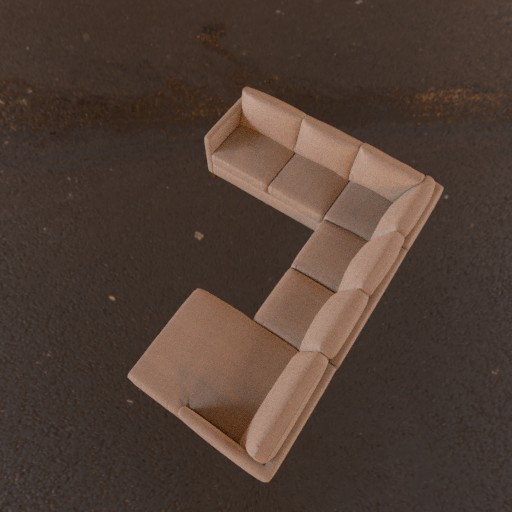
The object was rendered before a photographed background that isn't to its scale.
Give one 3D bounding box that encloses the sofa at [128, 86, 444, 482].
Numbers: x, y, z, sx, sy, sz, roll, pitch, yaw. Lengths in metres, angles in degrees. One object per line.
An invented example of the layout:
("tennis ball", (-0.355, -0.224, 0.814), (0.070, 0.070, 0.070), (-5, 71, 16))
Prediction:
("sofa", (0.000, 0.000, 4.654), (2.594, 0.961, 3.460), (31, 68, 15))
